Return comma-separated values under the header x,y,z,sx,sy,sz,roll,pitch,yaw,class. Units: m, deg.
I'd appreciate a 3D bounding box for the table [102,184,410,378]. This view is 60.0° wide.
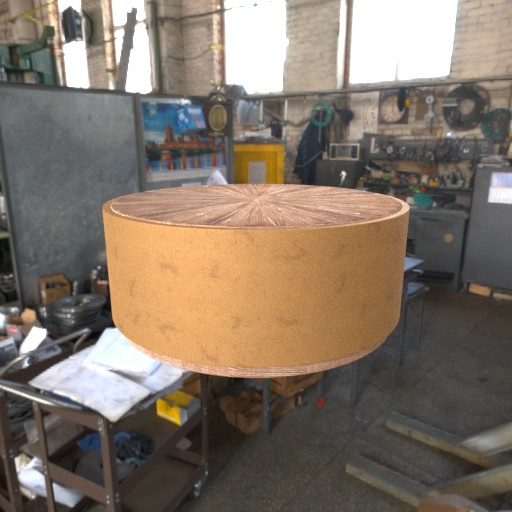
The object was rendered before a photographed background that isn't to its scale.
x,y,z,sx,sy,sz,roll,pitch,yaw,class
0.000,0.000,1.574,1.001,0.409,1.001,0,15,0,table
